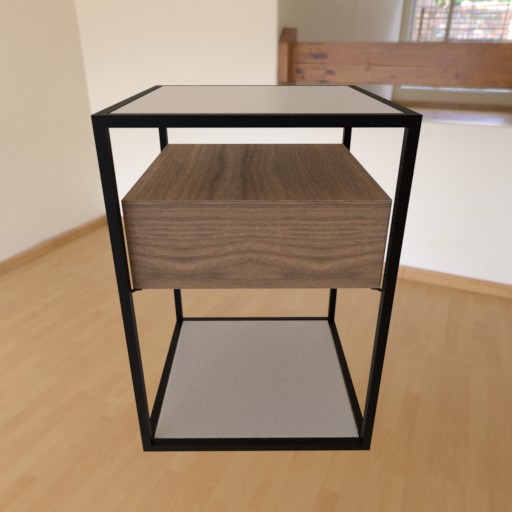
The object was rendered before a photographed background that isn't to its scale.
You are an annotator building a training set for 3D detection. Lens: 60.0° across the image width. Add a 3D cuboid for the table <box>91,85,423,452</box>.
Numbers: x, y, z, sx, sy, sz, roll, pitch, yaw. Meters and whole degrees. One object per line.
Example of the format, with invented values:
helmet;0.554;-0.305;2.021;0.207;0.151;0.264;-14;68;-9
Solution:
table;0.000;0.000;0.791;0.378;0.540;0.378;0;26;0
